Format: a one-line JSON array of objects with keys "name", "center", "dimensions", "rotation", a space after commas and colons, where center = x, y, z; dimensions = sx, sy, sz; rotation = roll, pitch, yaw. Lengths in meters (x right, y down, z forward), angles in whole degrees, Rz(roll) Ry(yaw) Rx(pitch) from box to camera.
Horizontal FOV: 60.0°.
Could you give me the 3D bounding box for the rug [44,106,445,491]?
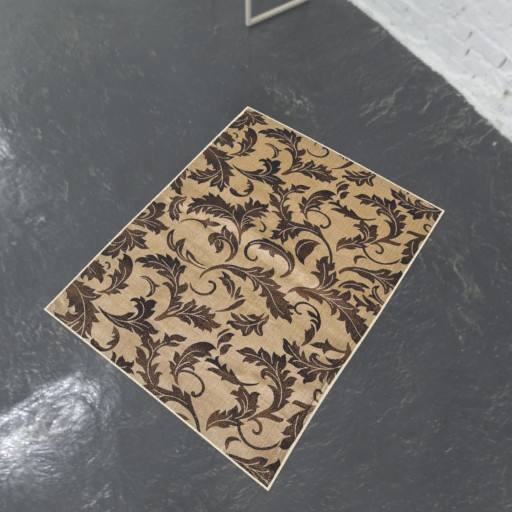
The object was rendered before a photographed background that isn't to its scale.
[{"name": "rug", "center": [0.000, 0.000, 4.053], "dimensions": [2.380, 0.008, 2.977], "rotation": [33, 67, 16]}]
